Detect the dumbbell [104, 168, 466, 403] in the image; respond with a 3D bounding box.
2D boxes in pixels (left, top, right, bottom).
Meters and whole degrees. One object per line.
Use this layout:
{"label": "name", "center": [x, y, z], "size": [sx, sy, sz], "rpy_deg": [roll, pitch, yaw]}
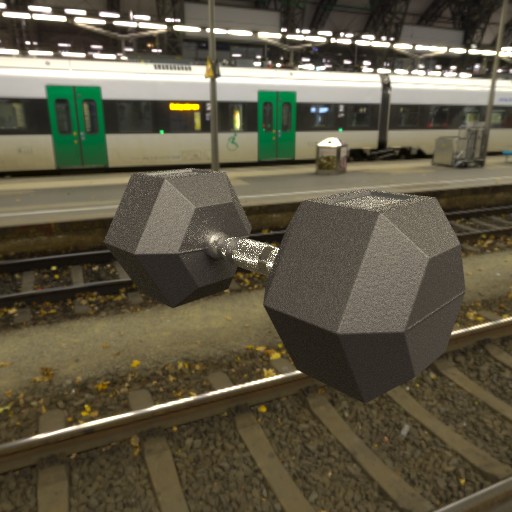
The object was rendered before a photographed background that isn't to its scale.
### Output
{"label": "dumbbell", "center": [0.000, 0.000, 0.325], "size": [0.122, 0.106, 0.271], "rpy_deg": [-16, 23, -43]}
